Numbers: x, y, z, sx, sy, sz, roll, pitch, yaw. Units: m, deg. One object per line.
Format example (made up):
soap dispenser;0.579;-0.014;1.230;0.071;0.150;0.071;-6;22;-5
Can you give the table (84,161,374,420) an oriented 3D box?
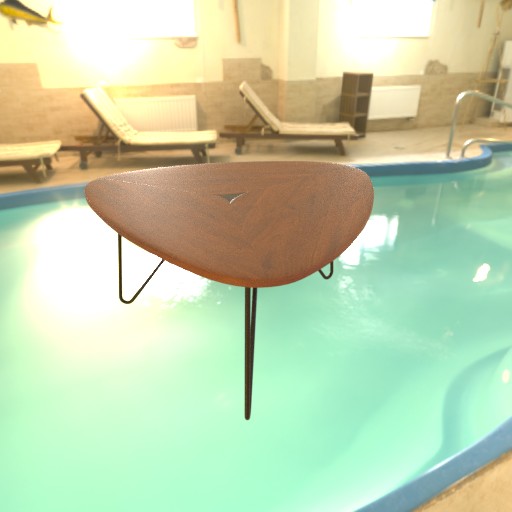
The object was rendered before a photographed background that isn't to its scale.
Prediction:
table;0.000;0.000;1.339;0.821;0.413;0.833;-21;33;-35
